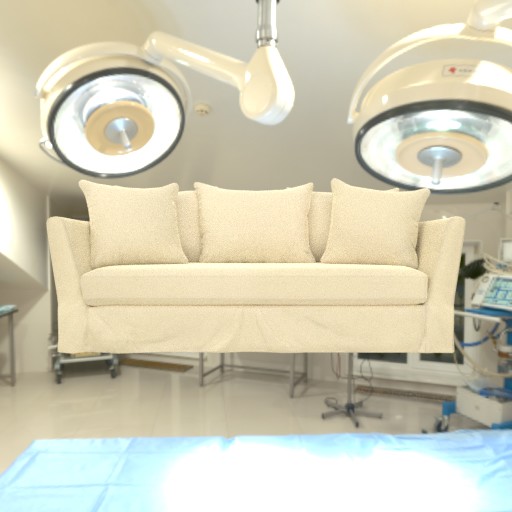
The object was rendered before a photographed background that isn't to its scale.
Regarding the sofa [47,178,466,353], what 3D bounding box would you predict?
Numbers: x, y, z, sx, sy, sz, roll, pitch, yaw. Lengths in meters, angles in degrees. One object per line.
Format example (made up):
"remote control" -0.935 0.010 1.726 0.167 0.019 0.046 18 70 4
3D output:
"sofa" 0.000 0.000 2.901 2.290 1.034 1.031 0 2 0
